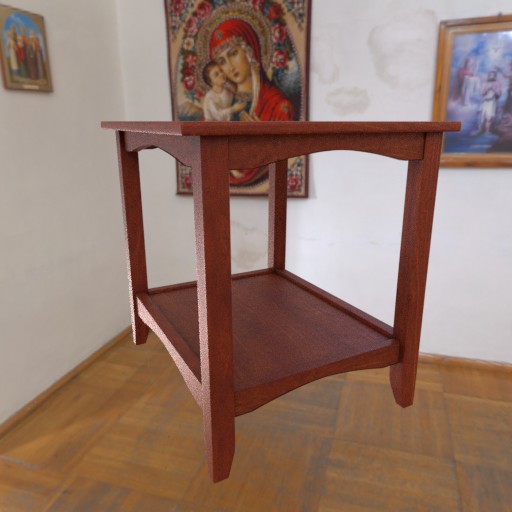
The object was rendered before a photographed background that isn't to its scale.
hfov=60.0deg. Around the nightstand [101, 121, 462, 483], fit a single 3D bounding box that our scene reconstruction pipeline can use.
[{"bbox_3d":[0.000,0.000,0.961,0.501,0.558,0.558,-9,19,-27],"label":"nightstand"}]
